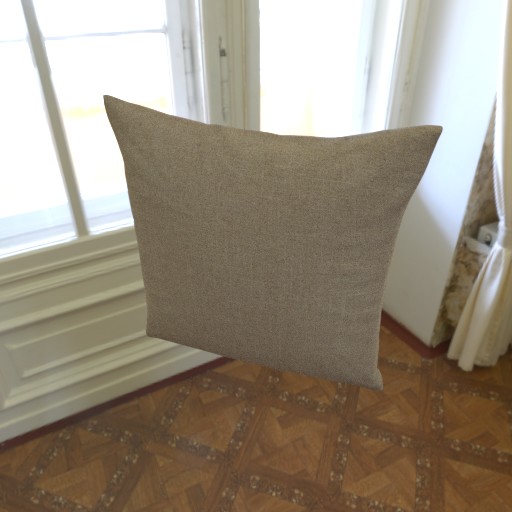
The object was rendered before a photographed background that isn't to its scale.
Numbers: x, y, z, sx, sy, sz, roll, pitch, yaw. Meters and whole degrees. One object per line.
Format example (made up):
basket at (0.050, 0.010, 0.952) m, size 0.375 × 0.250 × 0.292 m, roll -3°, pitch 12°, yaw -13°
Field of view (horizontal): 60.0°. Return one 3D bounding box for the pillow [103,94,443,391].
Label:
pillow at (0.000, 0.000, 0.779) m, size 0.513 × 0.511 × 0.158 m, roll 10°, pitch 34°, yaw 15°
